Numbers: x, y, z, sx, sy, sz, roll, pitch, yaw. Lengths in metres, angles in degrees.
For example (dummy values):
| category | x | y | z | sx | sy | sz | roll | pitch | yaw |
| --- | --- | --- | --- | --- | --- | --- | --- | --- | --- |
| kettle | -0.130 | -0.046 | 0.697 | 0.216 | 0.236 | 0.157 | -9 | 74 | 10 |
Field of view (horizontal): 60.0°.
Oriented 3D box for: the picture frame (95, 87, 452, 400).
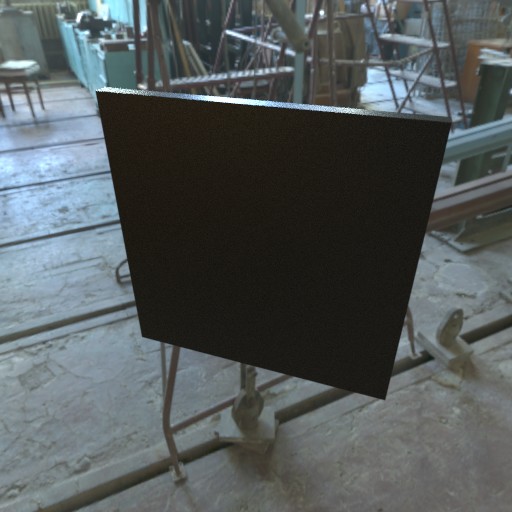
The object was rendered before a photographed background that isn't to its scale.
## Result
| category | x | y | z | sx | sy | sz | roll | pitch | yaw |
| --- | --- | --- | --- | --- | --- | --- | --- | --- | --- |
| picture frame | 0.000 | 0.000 | 0.826 | 0.559 | 0.557 | 0.029 | 11 | 34 | 16 |
